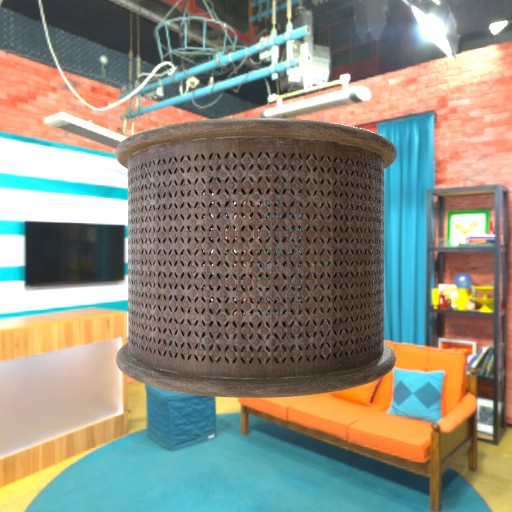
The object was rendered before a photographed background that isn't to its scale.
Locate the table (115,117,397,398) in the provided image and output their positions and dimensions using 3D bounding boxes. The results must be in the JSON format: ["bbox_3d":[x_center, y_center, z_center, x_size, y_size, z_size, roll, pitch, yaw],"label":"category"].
[{"bbox_3d":[0.000,0.000,1.004,0.607,0.450,0.607,0,1,0],"label":"table"}]
